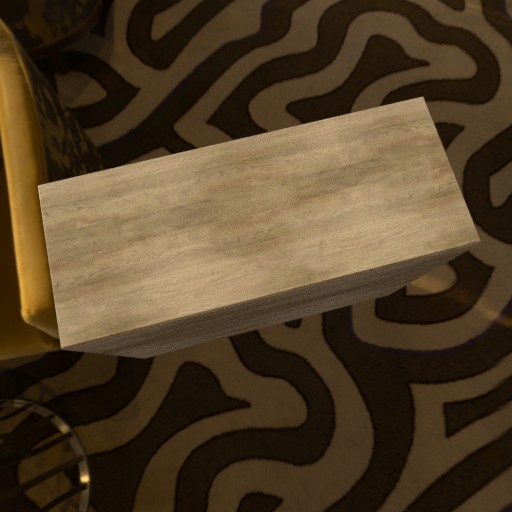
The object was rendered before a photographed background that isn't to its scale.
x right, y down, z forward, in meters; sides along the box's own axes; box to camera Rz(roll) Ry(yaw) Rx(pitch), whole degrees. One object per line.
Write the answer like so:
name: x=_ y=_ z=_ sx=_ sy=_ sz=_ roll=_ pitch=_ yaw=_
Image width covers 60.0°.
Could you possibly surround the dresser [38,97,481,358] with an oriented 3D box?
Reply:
dresser: x=0.000 y=0.000 z=1.456 sx=0.994 sy=0.816 sz=0.404 roll=-14 pitch=76 yaw=-4
